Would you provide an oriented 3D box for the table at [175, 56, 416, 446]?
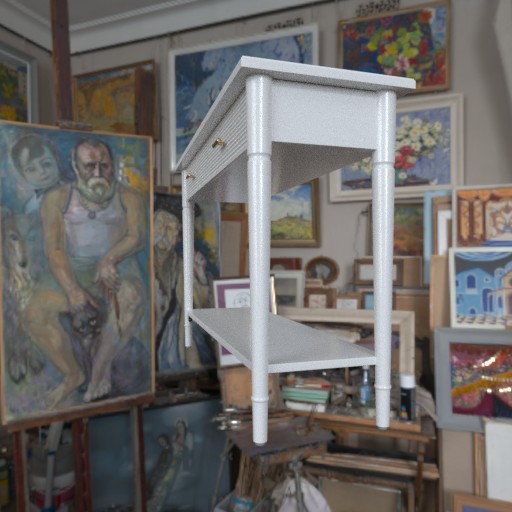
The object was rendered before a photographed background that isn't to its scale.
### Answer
[{"bbox_3d":[0.000,0.000,1.390,0.381,0.749,1.067,0,0,-17],"label":"table"}]
